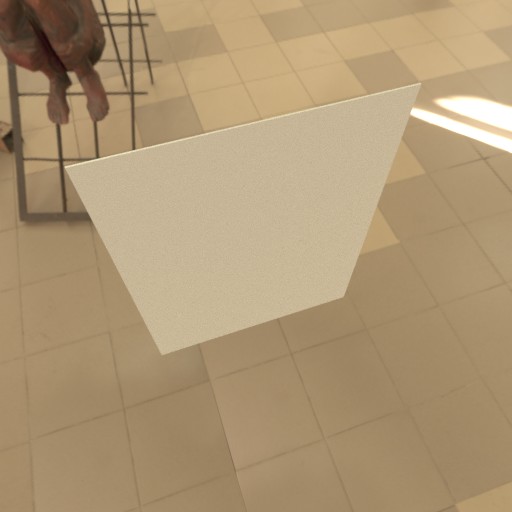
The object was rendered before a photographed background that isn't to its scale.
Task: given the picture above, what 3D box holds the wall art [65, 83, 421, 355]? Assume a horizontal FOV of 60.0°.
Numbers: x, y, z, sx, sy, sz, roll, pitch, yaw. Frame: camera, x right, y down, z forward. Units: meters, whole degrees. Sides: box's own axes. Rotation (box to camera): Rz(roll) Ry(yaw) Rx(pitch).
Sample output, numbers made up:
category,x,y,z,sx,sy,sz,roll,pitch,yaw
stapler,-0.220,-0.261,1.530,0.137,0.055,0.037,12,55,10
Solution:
category,x,y,z,sx,sy,sz,roll,pitch,yaw
wall art,0.000,0.000,0.798,0.457,0.609,0.003,-16,59,-10
